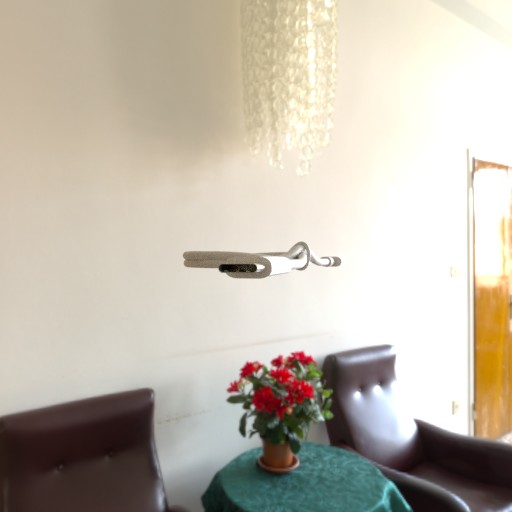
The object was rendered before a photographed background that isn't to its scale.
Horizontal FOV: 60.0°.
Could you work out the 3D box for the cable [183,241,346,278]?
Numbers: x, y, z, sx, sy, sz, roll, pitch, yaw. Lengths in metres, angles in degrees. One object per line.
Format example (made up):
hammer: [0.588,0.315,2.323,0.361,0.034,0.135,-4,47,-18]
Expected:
cable: [0.000,0.000,0.223,0.070,0.014,0.203,0,0,17]
